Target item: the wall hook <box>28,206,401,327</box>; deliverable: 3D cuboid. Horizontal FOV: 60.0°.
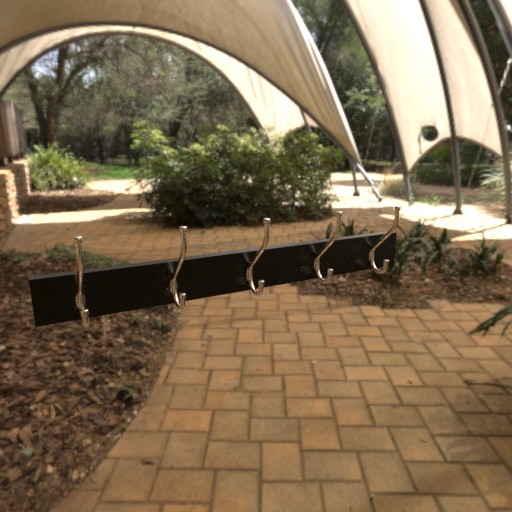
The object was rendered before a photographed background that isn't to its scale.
[{"bbox_3d":[0.000,0.000,0.623,0.571,0.117,0.071,-8,17,-26],"label":"wall hook"}]
